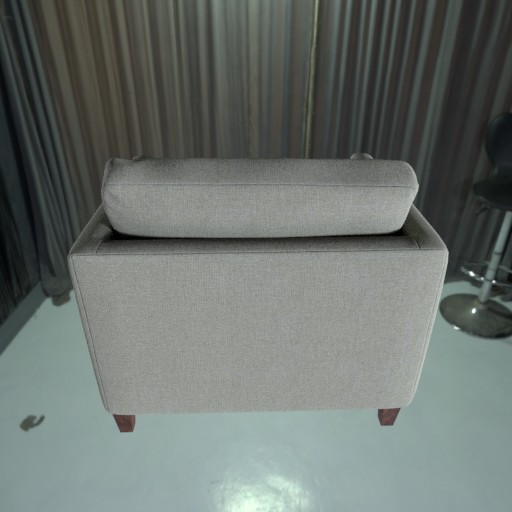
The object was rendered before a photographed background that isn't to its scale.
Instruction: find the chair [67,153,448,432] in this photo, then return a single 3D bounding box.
[{"bbox_3d":[0.000,0.000,1.765,1.107,0.963,0.959,-1,30,-2],"label":"chair"}]
